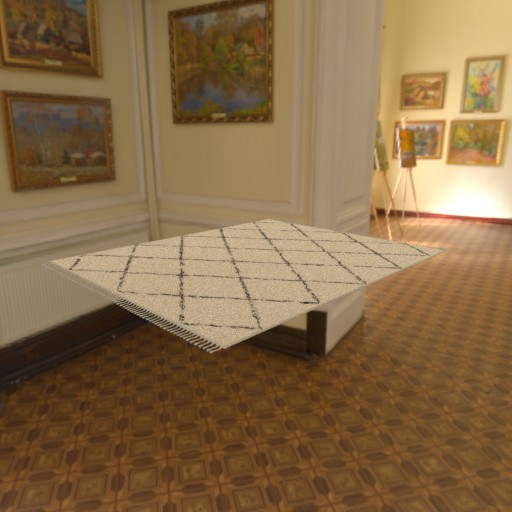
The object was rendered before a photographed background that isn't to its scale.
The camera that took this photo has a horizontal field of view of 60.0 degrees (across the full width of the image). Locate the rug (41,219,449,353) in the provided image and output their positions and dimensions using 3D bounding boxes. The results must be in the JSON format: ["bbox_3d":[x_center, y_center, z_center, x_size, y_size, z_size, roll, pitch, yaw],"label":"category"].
[{"bbox_3d":[0.000,0.000,4.160,2.380,0.013,3.051,15,21,43],"label":"rug"}]
